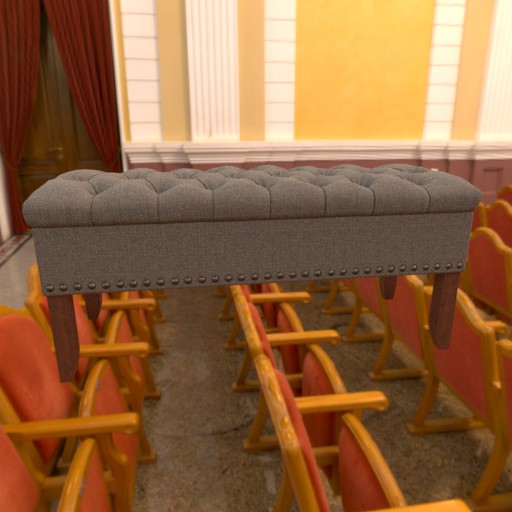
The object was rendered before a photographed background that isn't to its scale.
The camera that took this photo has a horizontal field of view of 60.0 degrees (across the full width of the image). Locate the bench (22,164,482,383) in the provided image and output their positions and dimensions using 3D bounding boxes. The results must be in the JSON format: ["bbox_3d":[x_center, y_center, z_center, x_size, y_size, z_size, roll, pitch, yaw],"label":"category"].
[{"bbox_3d":[0.000,0.000,1.244,1.052,0.470,0.417,-3,18,-9],"label":"bench"}]
